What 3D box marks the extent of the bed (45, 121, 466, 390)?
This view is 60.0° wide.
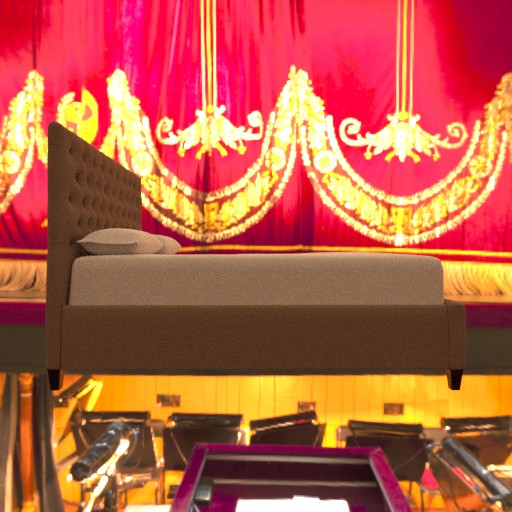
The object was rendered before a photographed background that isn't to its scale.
[{"bbox_3d":[0.000,0.000,3.164,2.233,1.426,1.696,0,0,0],"label":"bed"}]
